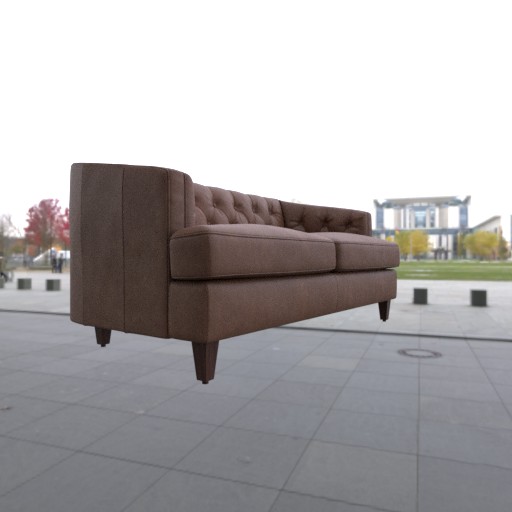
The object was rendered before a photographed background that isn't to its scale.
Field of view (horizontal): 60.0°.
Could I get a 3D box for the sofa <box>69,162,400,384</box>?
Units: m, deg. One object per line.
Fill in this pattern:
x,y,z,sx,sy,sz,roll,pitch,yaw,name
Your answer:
0.000,0.000,2.232,0.914,0.786,1.755,0,0,35,sofa
